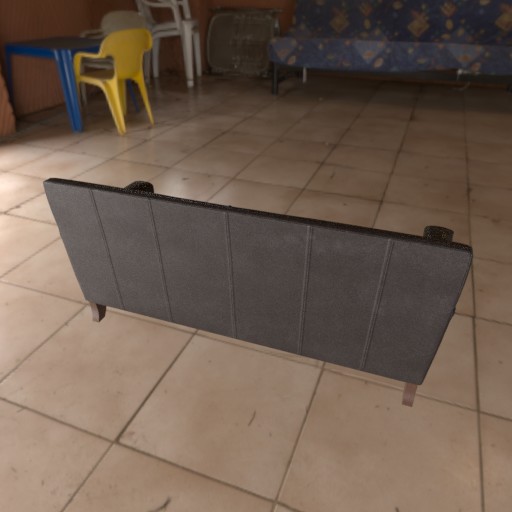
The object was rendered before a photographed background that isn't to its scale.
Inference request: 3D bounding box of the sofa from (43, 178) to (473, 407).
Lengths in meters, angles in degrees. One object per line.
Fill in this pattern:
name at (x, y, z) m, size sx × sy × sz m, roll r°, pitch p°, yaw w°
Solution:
sofa at (0.000, 0.000, 2.518) m, size 2.053 × 0.947 × 0.805 m, roll 11°, pitch 33°, yaw 17°
